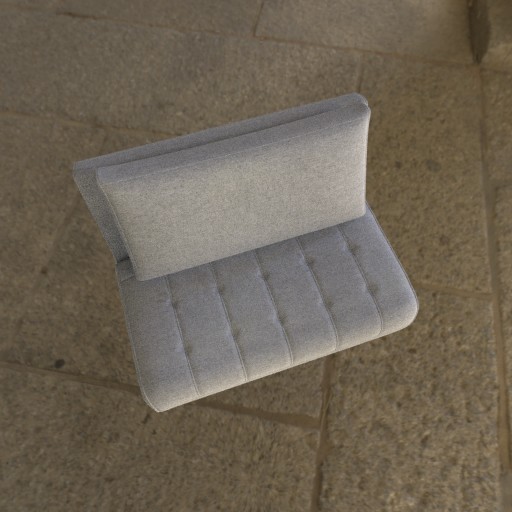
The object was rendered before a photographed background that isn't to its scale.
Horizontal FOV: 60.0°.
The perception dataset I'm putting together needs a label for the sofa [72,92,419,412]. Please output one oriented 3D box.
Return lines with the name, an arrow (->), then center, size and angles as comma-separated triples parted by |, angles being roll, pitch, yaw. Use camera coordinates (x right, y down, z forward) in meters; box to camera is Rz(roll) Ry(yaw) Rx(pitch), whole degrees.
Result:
sofa -> 0.000, 0.000, 1.904 | 1.220, 0.910, 0.910 | -17, 64, -8
